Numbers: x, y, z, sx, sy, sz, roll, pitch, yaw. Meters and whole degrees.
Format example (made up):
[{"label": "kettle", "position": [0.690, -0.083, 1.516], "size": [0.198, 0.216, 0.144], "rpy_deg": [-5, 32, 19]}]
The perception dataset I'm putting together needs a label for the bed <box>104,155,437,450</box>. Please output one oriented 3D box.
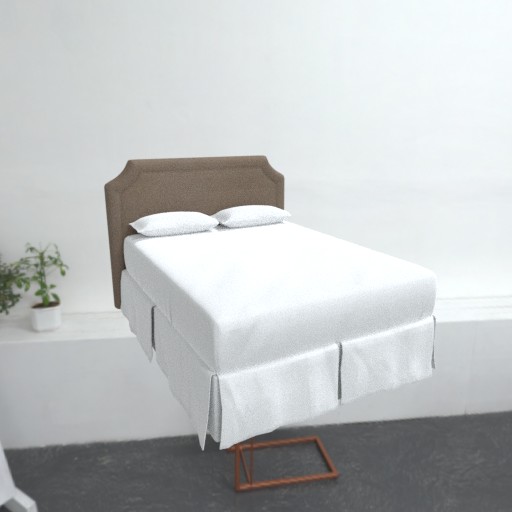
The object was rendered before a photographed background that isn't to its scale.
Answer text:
[{"label": "bed", "position": [0.000, 0.000, 3.213], "size": [1.693, 1.290, 2.116], "rpy_deg": [-9, 18, -27]}]
